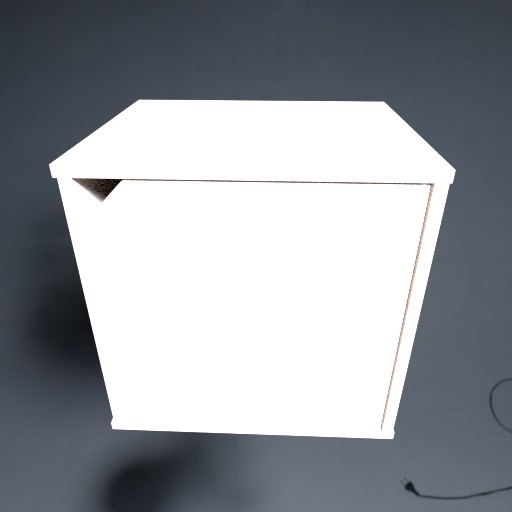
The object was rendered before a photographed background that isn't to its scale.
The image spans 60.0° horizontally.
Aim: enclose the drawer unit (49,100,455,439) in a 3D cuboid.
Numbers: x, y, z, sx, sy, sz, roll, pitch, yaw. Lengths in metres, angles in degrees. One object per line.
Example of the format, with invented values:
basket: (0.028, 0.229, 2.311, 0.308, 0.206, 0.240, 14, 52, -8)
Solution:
drawer unit: (0.000, 0.000, 0.591, 0.349, 0.344, 0.290, 1, 30, 2)
